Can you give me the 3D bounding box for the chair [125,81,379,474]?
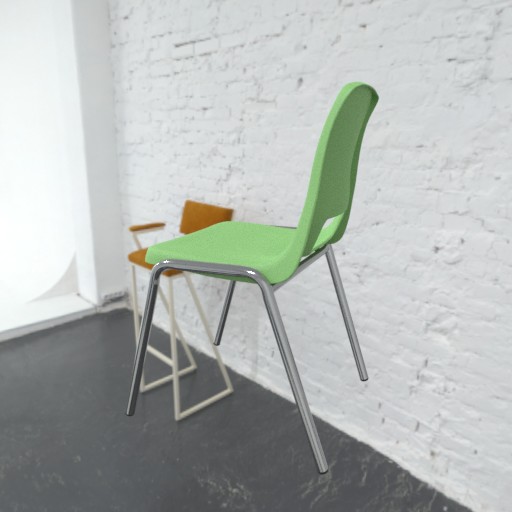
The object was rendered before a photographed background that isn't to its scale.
[{"bbox_3d":[0.000,0.000,0.922,0.436,0.653,0.381,7,16,25],"label":"chair"}]
